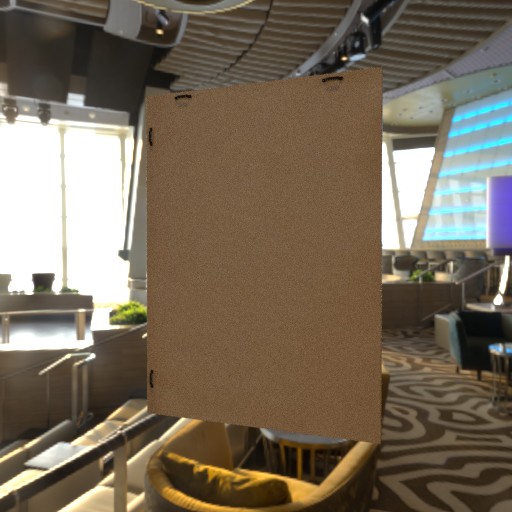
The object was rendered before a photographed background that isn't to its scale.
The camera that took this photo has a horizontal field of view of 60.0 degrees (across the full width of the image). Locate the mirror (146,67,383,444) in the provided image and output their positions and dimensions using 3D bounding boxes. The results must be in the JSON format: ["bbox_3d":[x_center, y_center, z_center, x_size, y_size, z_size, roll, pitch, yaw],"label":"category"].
[{"bbox_3d":[0.000,0.000,0.928,0.507,0.710,0.039,0,1,18],"label":"mirror"}]
